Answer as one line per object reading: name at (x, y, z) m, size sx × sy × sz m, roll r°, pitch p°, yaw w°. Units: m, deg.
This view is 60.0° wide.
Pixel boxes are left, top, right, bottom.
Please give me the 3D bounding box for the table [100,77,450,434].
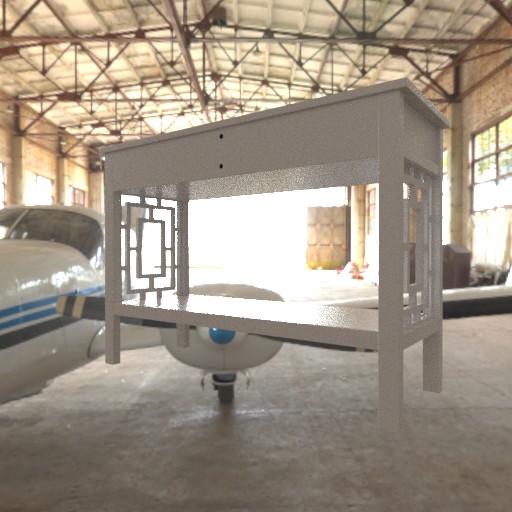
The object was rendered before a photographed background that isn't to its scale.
table at (0.000, 0.000, 1.401) m, size 1.068 × 0.753 × 0.397 m, roll 0°, pitch 1°, yaw 36°
